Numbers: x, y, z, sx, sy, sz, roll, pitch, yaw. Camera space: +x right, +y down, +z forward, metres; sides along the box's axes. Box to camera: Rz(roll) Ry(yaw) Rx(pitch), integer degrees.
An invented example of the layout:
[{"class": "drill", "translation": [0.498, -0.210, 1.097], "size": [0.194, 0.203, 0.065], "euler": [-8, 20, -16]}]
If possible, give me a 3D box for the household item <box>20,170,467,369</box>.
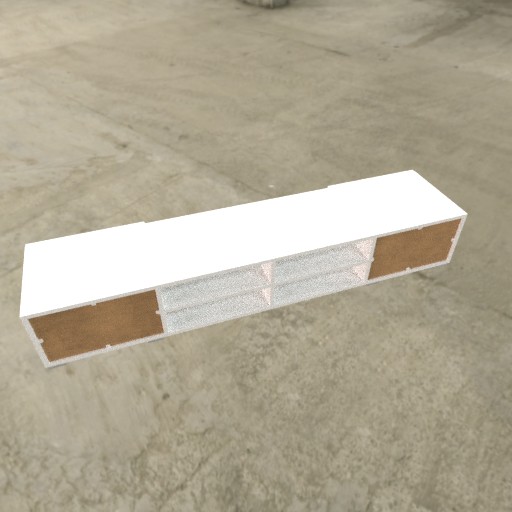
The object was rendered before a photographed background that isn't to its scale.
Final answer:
[{"class": "household item", "translation": [0.000, 0.000, 1.992], "size": [1.850, 0.310, 0.420], "euler": [-13, 42, -15]}]
